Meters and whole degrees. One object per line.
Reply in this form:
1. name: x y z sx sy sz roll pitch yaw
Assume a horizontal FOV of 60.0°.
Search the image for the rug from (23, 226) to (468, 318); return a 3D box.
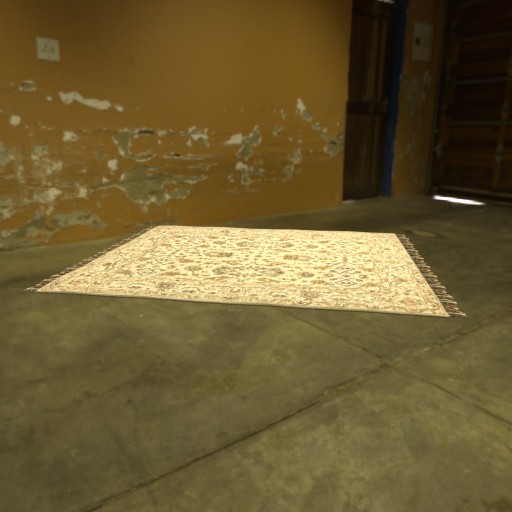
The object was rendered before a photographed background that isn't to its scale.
1. rug: 0.000 0.000 4.127 3.061 0.034 2.426 2 16 9
